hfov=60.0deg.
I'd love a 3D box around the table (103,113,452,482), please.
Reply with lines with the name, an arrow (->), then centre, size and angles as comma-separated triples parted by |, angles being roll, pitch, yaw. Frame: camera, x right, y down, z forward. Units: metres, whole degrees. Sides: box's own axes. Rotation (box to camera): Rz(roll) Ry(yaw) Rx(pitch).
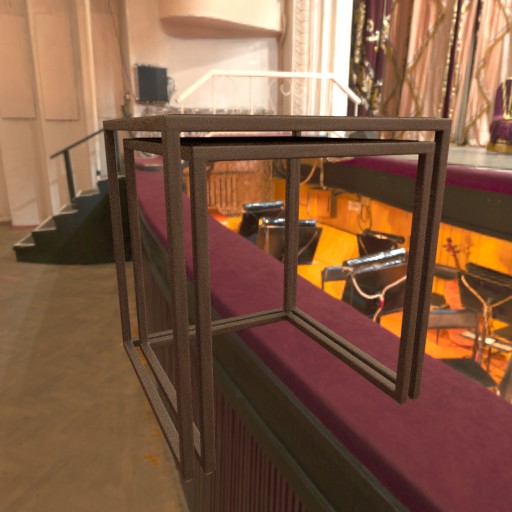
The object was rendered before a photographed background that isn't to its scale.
table -> 0.000, 0.000, 0.843 | 0.450, 0.500, 0.449 | -8, 18, -25
